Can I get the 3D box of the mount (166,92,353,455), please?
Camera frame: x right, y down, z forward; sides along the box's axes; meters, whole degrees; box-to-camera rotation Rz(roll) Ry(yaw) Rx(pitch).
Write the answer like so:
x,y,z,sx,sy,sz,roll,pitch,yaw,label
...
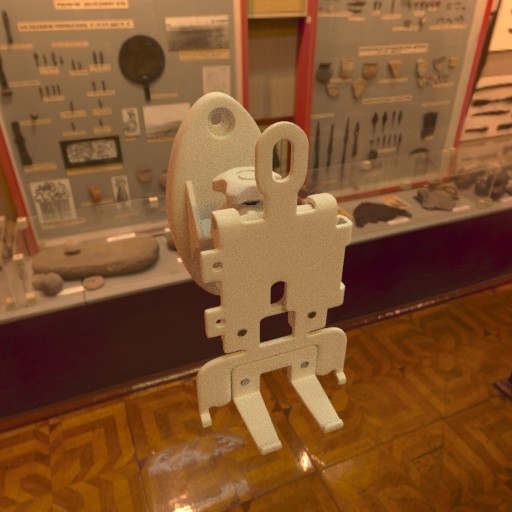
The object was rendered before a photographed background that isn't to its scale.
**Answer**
x,y,z,sx,sy,sz,roll,pitch,yaw,label
0.000,0.000,0.179,0.066,0.118,0.100,-11,34,-18,mount
